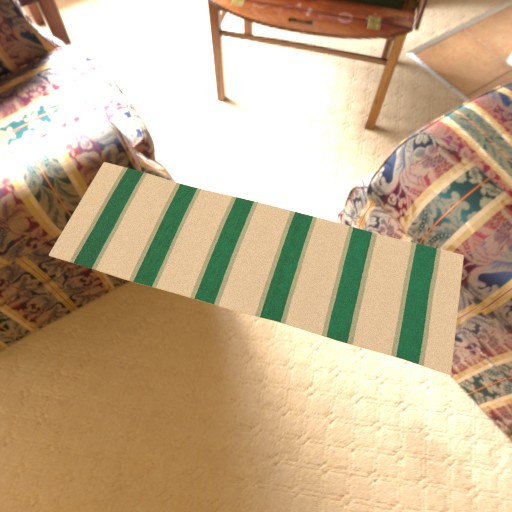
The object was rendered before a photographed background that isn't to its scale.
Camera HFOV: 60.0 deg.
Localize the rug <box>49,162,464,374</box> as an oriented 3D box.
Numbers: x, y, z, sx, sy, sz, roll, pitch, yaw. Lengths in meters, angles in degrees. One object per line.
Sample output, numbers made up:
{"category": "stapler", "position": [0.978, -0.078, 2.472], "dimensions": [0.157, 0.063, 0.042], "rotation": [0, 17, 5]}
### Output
{"category": "rug", "position": [0.000, 0.000, 2.727], "dimensions": [2.438, 0.012, 0.768], "rotation": [15, 64, 8]}
